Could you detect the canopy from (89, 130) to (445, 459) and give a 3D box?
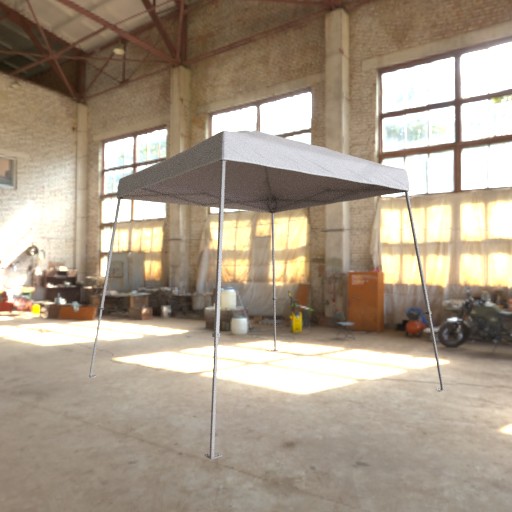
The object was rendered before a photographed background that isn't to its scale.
[{"bbox_3d":[0.000,0.000,5.011,2.849,2.849,2.848,1,-2,-36],"label":"canopy"}]
